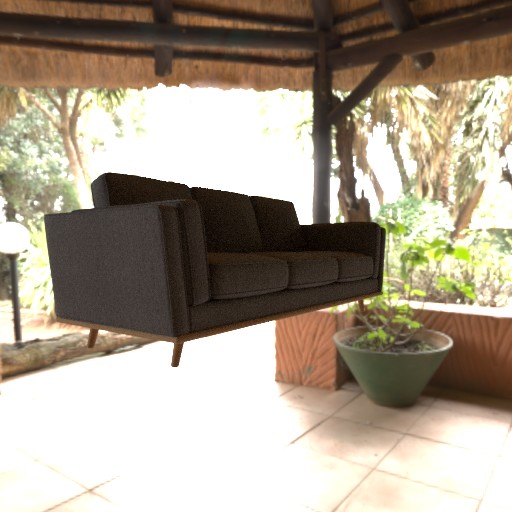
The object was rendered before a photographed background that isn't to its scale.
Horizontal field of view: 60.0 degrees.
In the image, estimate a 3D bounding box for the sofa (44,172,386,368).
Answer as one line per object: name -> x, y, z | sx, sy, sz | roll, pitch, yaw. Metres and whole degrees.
sofa -> 0.000, 0.000, 2.835 | 0.903, 0.899, 2.362 | 1, 1, 36
